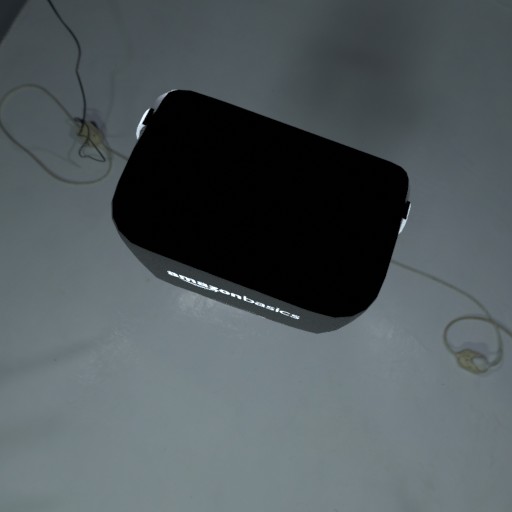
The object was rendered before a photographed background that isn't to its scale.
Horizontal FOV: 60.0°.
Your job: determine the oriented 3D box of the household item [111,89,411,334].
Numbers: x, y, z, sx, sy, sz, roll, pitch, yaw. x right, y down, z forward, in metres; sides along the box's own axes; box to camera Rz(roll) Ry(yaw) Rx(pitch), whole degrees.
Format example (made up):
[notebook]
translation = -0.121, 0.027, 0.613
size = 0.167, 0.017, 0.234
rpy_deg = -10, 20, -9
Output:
[household item]
translation = 0.000, 0.000, 0.145
size = 0.070, 0.114, 0.038
rpy_deg = 19, 76, 5
